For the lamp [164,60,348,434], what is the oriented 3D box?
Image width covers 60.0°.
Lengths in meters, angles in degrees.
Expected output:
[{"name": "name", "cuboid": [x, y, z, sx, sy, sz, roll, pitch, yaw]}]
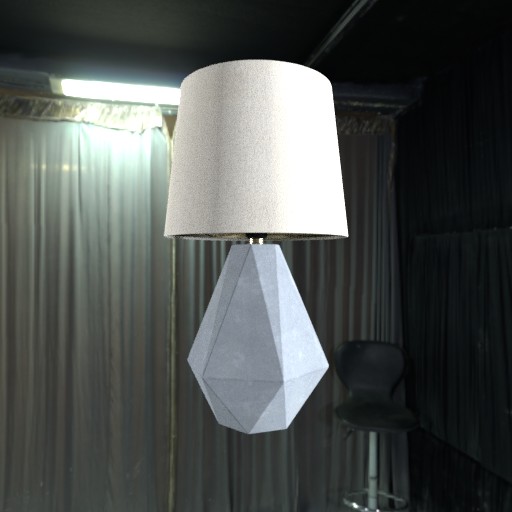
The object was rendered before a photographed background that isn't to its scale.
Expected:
[{"name": "lamp", "cuboid": [0.000, 0.000, 0.679, 0.276, 0.501, 0.276, 0, 0, 0]}]
